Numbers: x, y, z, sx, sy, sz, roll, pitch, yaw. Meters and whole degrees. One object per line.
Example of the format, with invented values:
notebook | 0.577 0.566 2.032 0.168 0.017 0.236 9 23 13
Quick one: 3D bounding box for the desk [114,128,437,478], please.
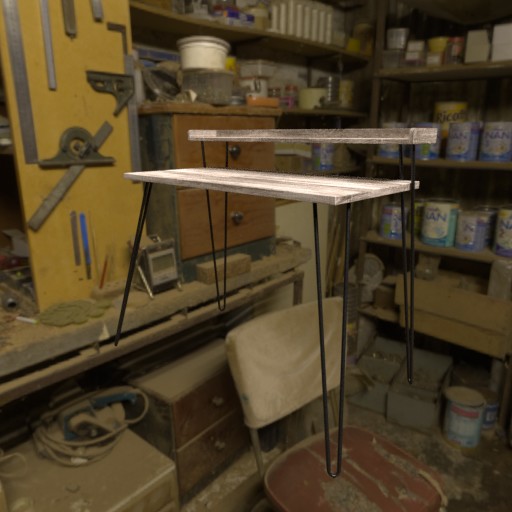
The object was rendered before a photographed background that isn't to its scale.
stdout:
desk | 0.000 0.000 1.632 1.135 0.899 0.605 14 21 41
